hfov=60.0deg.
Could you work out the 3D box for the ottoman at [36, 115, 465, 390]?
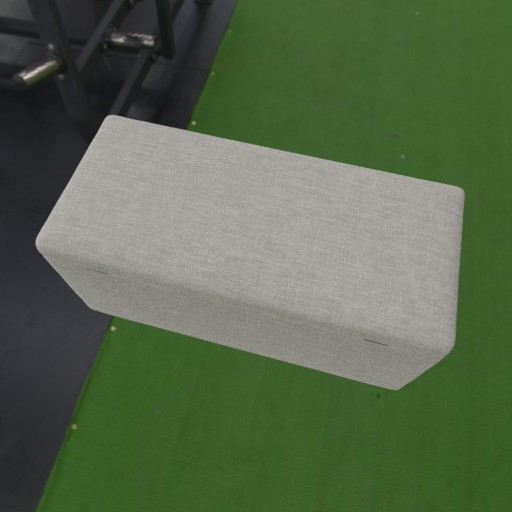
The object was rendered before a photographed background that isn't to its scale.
[{"bbox_3d":[0.000,0.000,1.139,0.902,0.432,0.419,13,63,7],"label":"ottoman"}]
